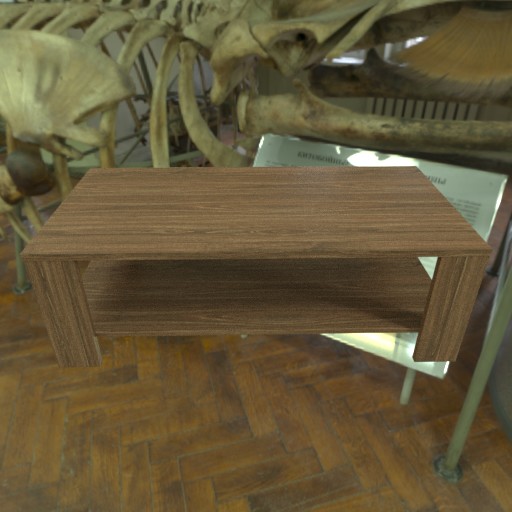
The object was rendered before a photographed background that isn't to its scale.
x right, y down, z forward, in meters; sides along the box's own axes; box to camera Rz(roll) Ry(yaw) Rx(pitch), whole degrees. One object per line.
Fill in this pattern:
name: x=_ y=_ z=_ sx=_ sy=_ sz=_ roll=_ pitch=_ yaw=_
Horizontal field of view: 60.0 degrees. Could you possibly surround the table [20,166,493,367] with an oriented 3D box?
table: x=0.000 y=0.000 z=1.485 sx=1.200 sy=0.400 sz=0.600 roll=-1 pitch=32 yaw=-1
